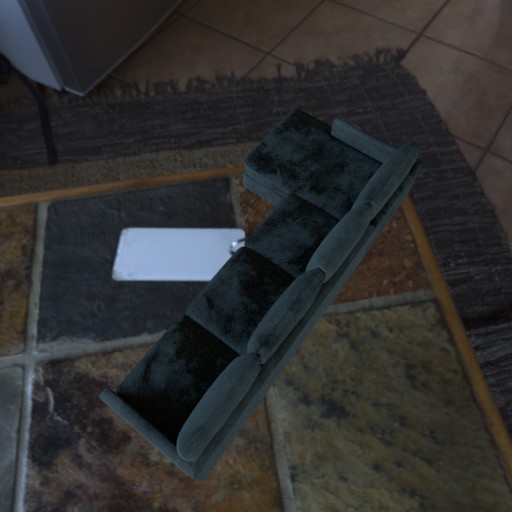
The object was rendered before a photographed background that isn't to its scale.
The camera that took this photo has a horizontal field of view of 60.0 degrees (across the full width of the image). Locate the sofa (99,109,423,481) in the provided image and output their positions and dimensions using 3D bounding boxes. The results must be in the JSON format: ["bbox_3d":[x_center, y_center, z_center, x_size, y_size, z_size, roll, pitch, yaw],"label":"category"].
[{"bbox_3d":[0.000,0.000,3.984,1.500,0.967,3.400,33,67,16],"label":"sofa"}]
